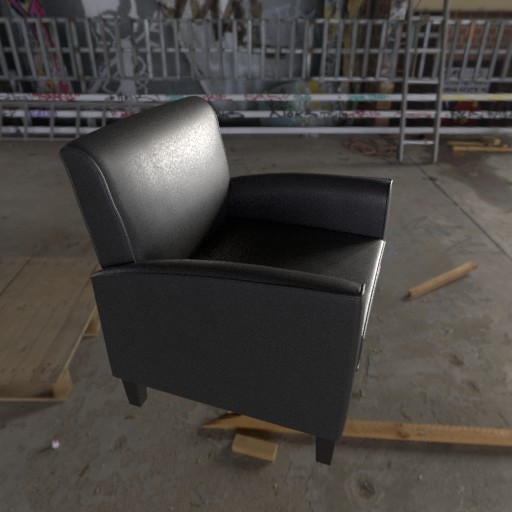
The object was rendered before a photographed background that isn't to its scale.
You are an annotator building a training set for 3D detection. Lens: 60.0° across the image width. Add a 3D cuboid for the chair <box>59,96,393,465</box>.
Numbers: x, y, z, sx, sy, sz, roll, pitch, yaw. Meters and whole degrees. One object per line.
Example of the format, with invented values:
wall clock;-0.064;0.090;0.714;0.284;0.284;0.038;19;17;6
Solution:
chair;0.000;0.000;1.525;0.819;0.916;0.820;10;31;17
